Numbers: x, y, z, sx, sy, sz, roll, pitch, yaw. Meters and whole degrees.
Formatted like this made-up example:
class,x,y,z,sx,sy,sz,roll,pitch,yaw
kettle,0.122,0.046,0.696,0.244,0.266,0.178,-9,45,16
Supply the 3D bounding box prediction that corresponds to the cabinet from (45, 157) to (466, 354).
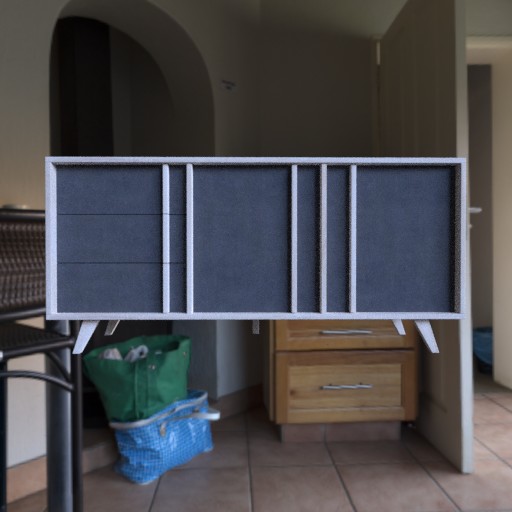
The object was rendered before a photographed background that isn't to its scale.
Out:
class,x,y,z,sx,sy,sz,roll,pitch,yaw
cabinet,0.000,0.000,1.991,1.650,0.780,0.500,0,1,-1
